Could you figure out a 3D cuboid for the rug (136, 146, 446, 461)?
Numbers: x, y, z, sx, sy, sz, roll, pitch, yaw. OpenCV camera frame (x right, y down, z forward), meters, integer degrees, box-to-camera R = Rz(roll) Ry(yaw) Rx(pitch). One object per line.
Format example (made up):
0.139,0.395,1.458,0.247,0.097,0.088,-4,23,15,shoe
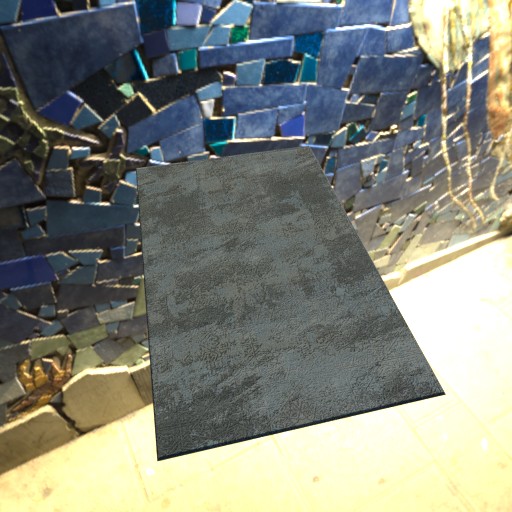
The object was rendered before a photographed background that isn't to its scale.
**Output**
0.000,0.000,3.065,1.536,0.012,2.431,-9,48,-9,rug
